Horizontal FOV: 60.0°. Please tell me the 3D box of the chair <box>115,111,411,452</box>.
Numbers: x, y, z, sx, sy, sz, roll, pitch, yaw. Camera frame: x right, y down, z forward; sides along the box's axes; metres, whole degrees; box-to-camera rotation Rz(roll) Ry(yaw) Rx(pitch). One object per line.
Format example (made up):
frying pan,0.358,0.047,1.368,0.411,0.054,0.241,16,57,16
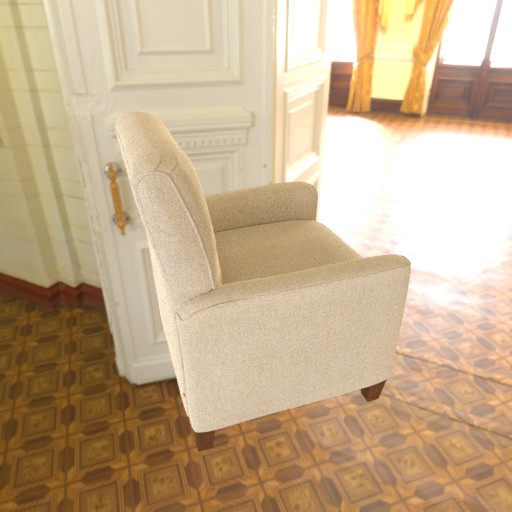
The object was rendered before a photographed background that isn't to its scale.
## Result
chair,0.000,0.000,1.676,0.859,1.023,0.845,-10,31,-17
